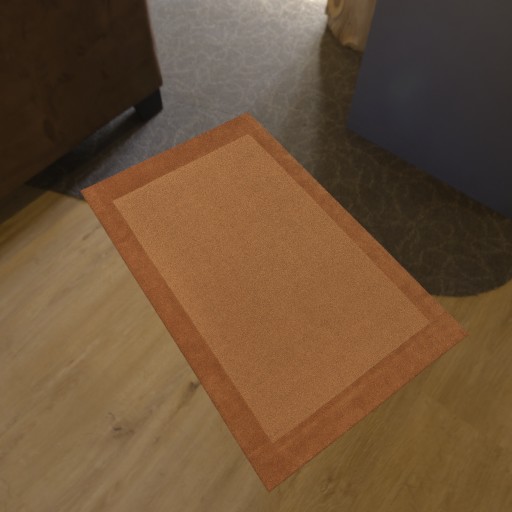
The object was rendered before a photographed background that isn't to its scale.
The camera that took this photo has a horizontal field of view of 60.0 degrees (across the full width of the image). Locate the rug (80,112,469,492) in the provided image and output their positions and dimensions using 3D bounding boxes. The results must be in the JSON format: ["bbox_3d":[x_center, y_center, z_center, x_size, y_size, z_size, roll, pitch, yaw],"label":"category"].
[{"bbox_3d":[0.000,0.000,3.035,1.524,0.014,2.438,-31,63,-17],"label":"rug"}]
